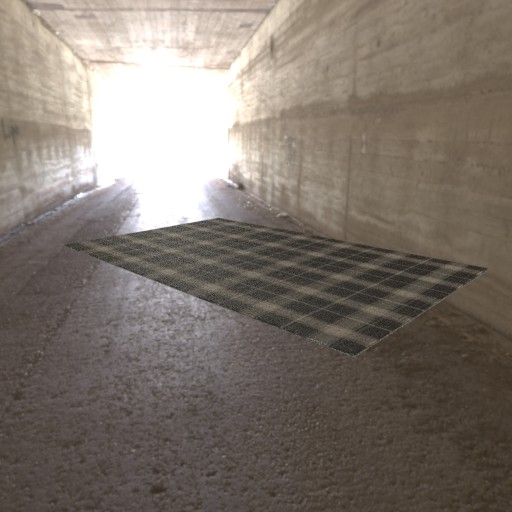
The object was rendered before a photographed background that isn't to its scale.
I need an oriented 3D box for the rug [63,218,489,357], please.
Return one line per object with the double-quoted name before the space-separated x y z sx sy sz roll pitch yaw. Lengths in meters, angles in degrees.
"rug" 0.000 0.000 2.940 2.434 0.015 1.520 14 21 42
